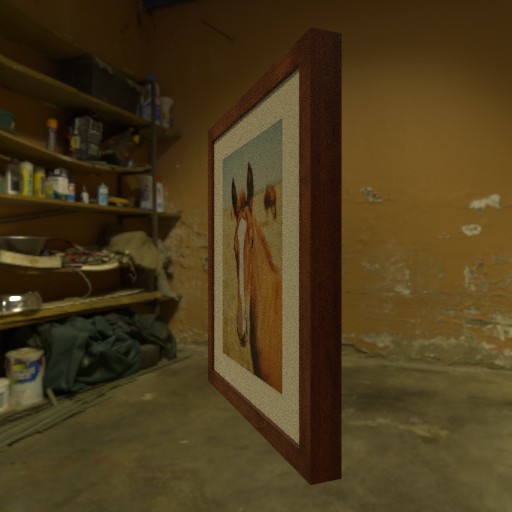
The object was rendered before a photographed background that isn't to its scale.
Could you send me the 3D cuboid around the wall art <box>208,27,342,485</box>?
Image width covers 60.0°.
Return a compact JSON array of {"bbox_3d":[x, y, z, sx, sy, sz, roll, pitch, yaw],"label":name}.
[{"bbox_3d":[0.000,0.000,0.528,0.030,0.381,0.330,0,0,-21],"label":"wall art"}]
